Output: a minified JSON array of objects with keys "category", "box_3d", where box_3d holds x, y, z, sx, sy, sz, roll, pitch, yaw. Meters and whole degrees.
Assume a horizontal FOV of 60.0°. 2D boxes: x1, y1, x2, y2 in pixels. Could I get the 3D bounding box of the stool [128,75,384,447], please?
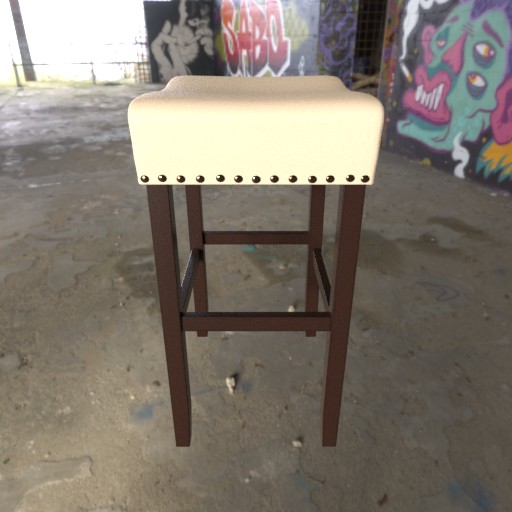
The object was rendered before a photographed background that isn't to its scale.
[{"category":"stool","box_3d":[0.000,0.000,1.045,0.401,0.762,0.471,0,27,0]}]
